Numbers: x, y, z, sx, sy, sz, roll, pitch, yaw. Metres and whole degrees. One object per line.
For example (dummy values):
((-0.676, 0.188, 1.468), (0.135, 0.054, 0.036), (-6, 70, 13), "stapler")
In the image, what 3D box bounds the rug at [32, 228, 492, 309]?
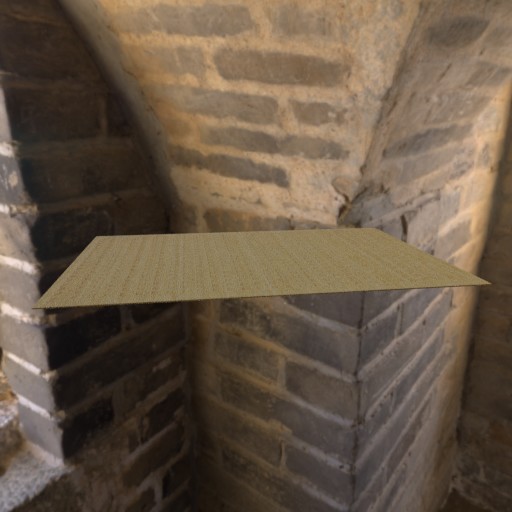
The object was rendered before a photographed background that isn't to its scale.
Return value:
((0.000, 0.000, 2.898), (2.286, 0.006, 1.524), (-2, 15, -8), "rug")
